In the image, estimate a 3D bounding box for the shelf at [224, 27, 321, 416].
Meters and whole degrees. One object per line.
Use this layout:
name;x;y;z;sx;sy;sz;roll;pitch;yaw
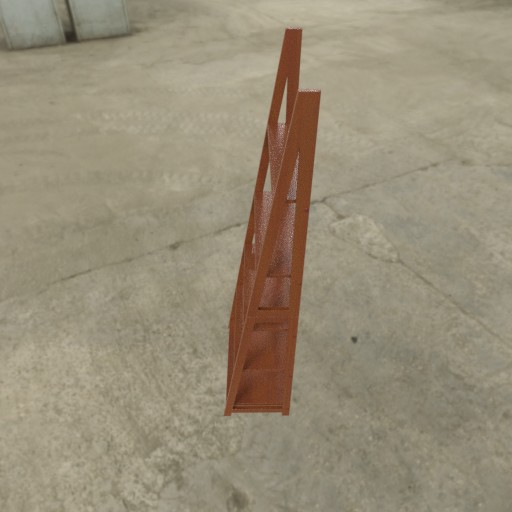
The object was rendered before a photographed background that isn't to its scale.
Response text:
shelf;0.000;0.000;2.052;0.356;1.780;0.630;0;42;0
